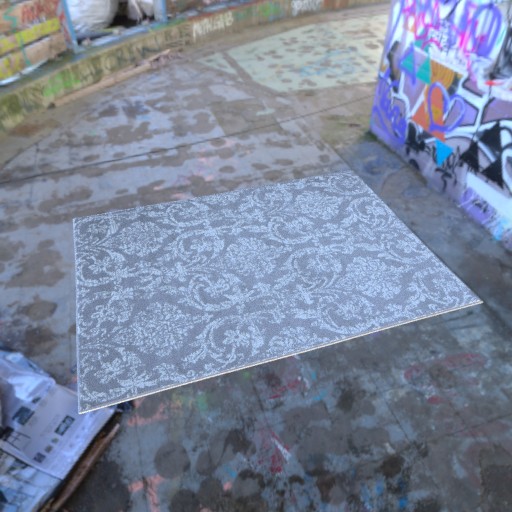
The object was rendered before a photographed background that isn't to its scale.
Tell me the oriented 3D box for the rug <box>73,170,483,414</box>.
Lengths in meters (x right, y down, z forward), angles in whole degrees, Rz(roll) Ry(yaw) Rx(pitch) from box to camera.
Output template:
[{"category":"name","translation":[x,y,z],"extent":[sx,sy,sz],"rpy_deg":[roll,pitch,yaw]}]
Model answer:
[{"category":"rug","translation":[0.000,0.000,2.830],"extent":[2.206,0.014,1.578],"rpy_deg":[-12,42,-14]}]
